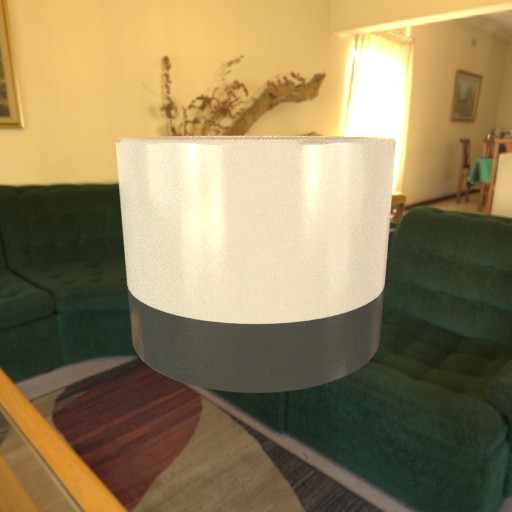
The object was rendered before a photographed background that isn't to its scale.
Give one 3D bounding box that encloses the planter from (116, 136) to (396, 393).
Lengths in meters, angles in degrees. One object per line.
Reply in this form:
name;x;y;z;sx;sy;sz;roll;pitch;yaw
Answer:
planter;0.000;0.000;0.342;0.193;0.177;0.193;0;16;0
